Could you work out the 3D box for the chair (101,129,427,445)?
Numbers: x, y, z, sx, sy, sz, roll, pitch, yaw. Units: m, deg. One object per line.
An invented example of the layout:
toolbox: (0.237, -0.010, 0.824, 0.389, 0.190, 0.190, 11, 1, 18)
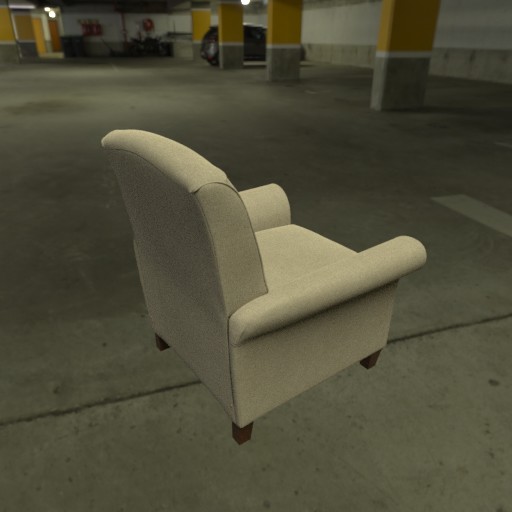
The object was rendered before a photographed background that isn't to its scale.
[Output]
chair: (0.000, 0.000, 1.808, 0.905, 1.061, 0.978, -18, 31, -32)
